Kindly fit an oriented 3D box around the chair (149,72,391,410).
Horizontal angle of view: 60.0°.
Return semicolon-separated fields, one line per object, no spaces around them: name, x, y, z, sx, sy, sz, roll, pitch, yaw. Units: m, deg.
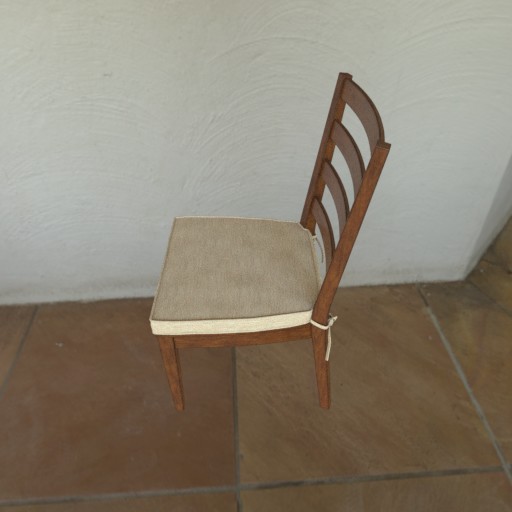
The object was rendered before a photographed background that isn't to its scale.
chair;0.000;0.000;1.407;0.595;0.979;0.593;0;39;0
